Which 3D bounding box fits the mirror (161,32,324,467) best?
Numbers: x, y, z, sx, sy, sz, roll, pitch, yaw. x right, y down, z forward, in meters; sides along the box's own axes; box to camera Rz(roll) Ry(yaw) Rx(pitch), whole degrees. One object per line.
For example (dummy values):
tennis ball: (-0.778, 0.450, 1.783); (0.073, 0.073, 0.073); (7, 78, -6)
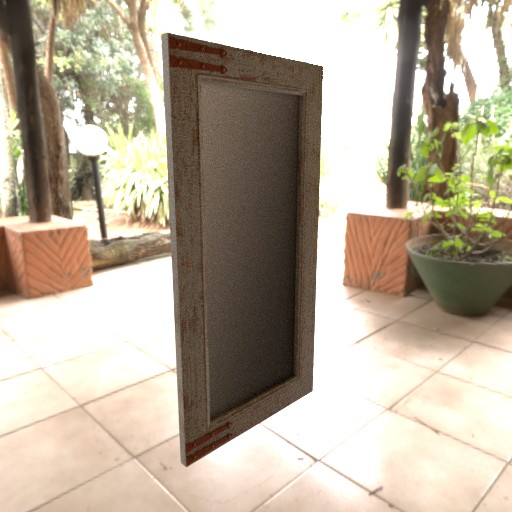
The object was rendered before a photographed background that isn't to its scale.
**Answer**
mirror: (0.000, 0.000, 1.084); (0.472, 0.922, 0.027); (-13, 19, -43)
